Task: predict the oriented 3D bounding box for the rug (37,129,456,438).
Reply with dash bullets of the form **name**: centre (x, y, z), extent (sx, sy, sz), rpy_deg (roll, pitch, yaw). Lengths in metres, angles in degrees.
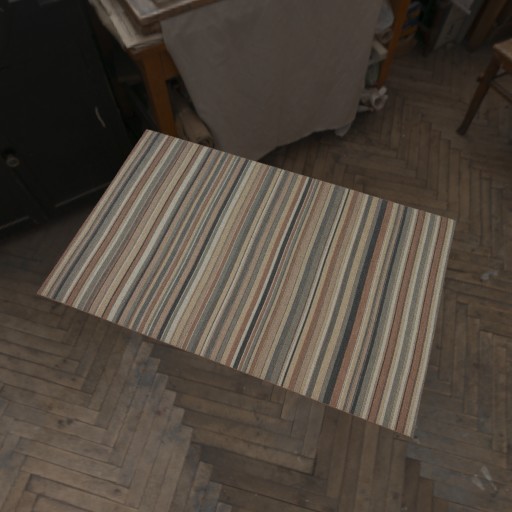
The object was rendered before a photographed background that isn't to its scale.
- **rug**: centre (0.000, 0.000, 2.984), extent (2.438, 0.014, 1.523), rpy_deg (18, 63, 10)
